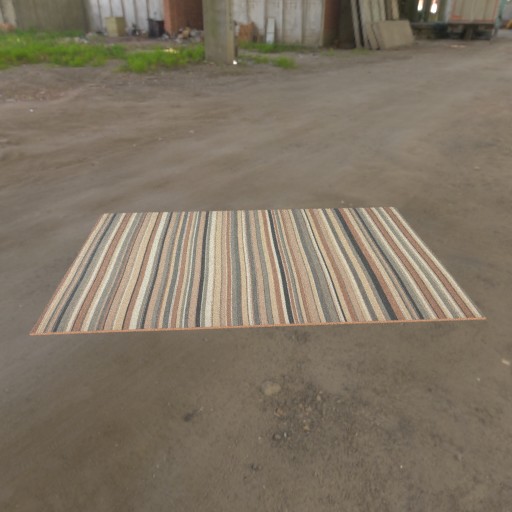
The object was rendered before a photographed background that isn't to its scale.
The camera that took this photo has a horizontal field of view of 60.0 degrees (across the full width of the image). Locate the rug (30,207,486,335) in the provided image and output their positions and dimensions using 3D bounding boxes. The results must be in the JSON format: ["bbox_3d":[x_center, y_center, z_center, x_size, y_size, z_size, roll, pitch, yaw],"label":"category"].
[{"bbox_3d":[0.000,0.000,3.021,2.438,0.014,1.523,-2,30,-3],"label":"rug"}]
